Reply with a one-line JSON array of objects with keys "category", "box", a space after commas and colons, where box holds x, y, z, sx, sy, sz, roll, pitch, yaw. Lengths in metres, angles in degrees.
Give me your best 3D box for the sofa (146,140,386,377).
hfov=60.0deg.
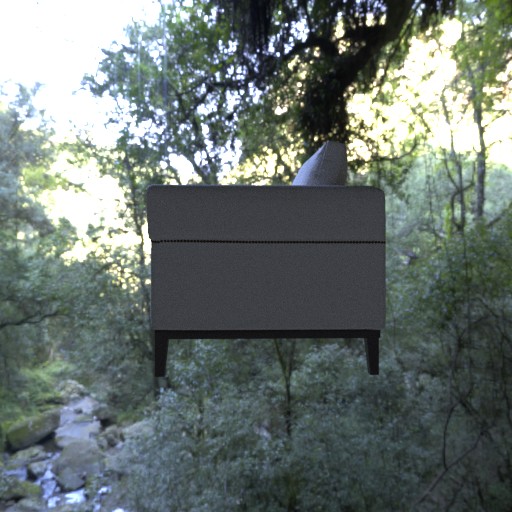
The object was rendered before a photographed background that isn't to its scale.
[{"category": "sofa", "box": [0.000, 0.000, 2.711, 0.902, 0.911, 2.198, 0, -1, -2]}]
